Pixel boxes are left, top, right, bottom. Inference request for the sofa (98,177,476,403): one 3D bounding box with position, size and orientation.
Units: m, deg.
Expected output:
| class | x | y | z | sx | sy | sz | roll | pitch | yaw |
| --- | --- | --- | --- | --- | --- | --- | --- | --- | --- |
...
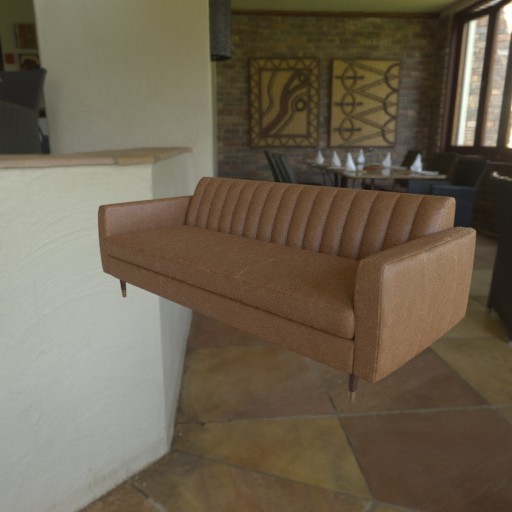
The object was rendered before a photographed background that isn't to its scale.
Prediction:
| class | x | y | z | sx | sy | sz | roll | pitch | yaw |
| --- | --- | --- | --- | --- | --- | --- | --- | --- | --- |
| sofa | 0.000 | 0.000 | 2.746 | 2.291 | 0.821 | 0.990 | 14 | 20 | 42 |
